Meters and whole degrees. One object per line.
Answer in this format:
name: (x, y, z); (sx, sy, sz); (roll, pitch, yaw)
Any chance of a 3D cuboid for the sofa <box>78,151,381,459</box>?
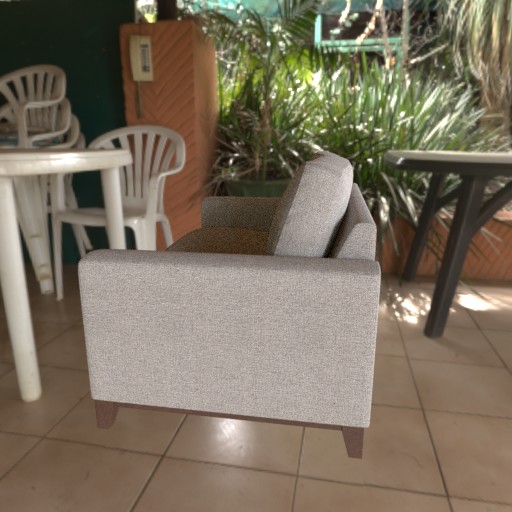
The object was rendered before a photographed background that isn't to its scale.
sofa: (0.000, 0.000, 1.958); (0.917, 0.873, 1.420); (3, 15, 9)
